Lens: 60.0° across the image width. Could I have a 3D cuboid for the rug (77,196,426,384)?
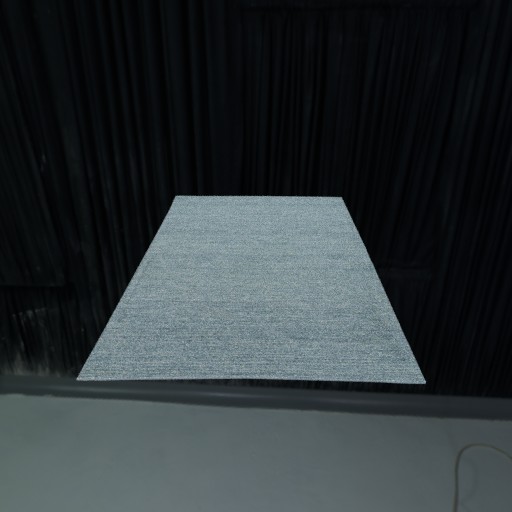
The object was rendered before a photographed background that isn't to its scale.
[{"bbox_3d":[0.000,0.000,2.304,1.174,0.022,1.853,1,27,1],"label":"rug"}]
